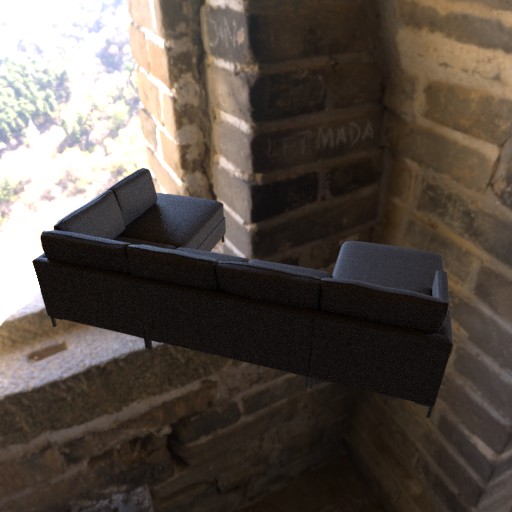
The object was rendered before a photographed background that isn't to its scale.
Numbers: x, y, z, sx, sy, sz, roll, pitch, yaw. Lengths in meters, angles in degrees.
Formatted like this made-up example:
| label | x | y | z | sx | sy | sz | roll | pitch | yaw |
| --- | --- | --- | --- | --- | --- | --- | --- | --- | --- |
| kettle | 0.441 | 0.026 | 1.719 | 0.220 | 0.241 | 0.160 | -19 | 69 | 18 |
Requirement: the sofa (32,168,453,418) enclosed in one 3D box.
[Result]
| label | x | y | z | sx | sy | sz | roll | pitch | yaw |
| --- | --- | --- | --- | --- | --- | --- | --- | --- | --- |
| sofa | 0.000 | 0.000 | 4.259 | 3.423 | 0.999 | 2.048 | 9 | 32 | 15 |
